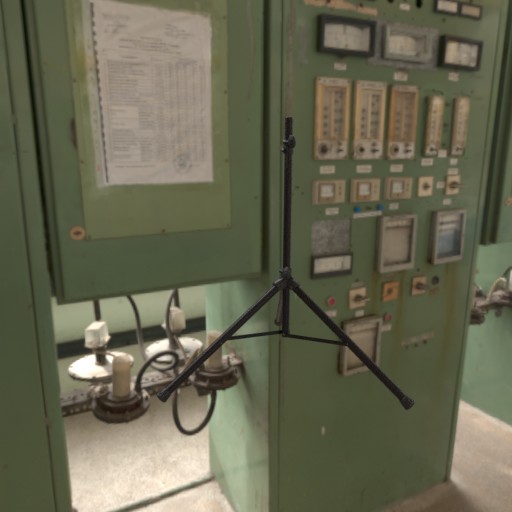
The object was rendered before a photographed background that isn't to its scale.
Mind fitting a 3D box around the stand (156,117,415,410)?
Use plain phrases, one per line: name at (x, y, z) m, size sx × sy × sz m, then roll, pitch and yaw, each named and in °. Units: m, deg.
stand at (0.000, 0.000, 1.880) m, size 0.907 × 1.136 × 1.045 m, roll -7°, pitch 15°, yaw -26°
